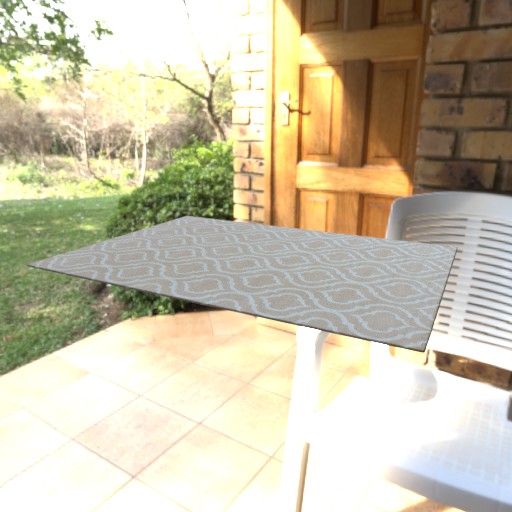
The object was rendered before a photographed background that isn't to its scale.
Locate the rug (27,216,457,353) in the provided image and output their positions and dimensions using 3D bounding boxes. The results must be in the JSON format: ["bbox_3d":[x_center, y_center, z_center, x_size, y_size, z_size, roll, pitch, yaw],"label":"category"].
[{"bbox_3d":[0.000,0.000,2.677,2.134,0.010,1.524,9,19,26],"label":"rug"}]
